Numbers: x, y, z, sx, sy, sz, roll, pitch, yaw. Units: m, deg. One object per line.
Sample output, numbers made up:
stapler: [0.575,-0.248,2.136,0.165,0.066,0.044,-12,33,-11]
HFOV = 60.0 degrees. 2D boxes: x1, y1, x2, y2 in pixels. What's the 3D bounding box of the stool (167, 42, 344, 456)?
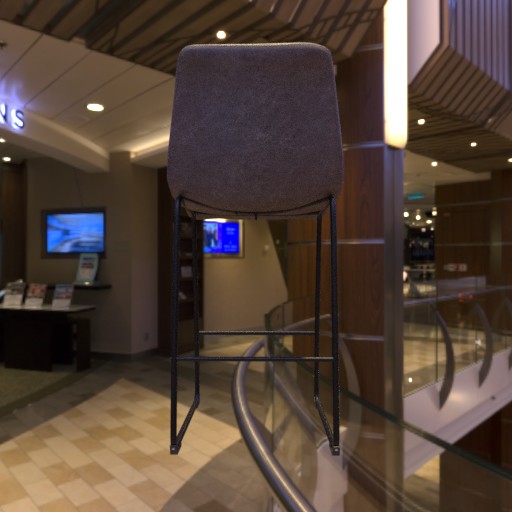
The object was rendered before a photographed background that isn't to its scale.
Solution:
stool: [0.000,0.000,1.384,0.514,1.082,0.561,0,0,1]
